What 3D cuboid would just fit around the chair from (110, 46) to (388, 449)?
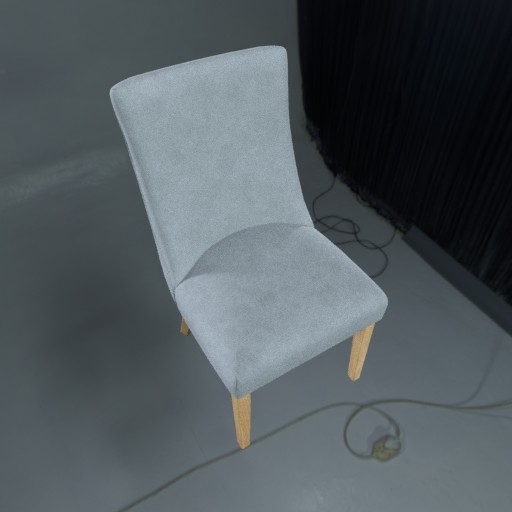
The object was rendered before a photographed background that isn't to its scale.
[{"bbox_3d":[0.000,0.000,1.246,0.495,0.902,0.610,-24,50,-21],"label":"chair"}]
